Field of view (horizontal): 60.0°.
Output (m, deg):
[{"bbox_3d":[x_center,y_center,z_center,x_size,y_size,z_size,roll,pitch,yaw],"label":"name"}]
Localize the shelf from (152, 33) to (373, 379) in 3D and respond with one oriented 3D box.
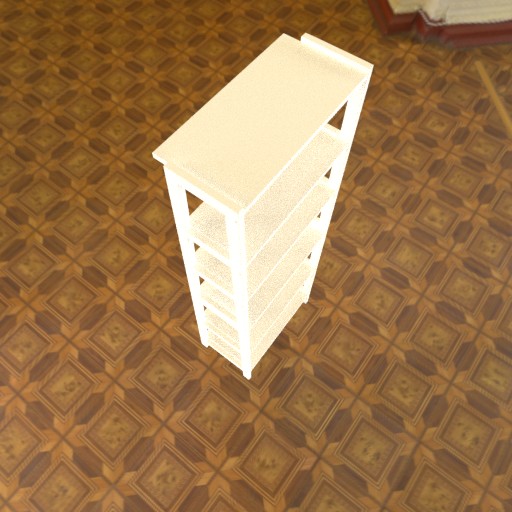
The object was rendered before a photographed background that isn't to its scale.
[{"bbox_3d":[0.000,0.000,2.083,0.381,1.892,0.660,34,68,16],"label":"shelf"}]
